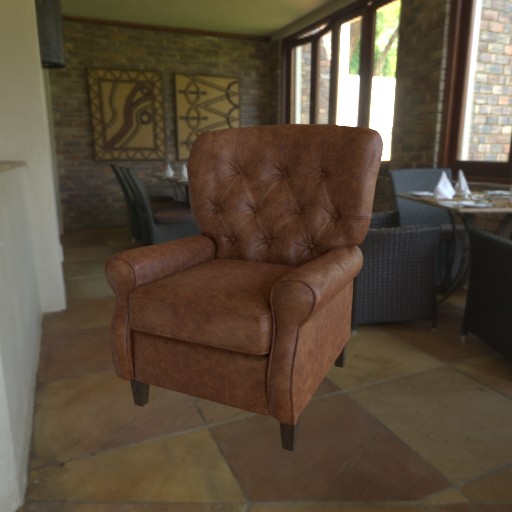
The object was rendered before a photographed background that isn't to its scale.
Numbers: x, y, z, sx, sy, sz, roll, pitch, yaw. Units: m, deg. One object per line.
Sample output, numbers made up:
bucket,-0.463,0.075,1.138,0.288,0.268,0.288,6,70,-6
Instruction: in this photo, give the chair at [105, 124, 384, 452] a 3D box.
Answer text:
chair,0.000,0.000,1.955,0.951,1.164,1.059,6,14,25
